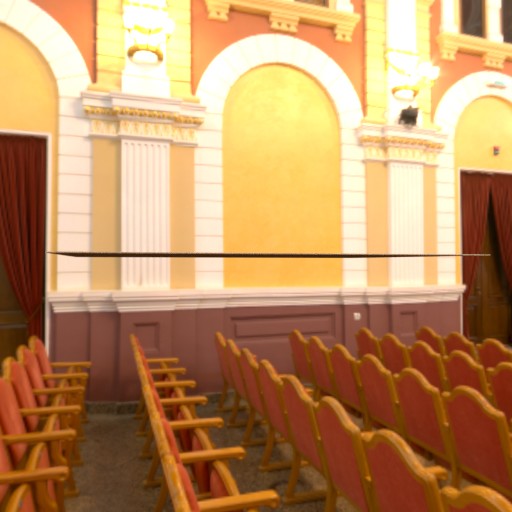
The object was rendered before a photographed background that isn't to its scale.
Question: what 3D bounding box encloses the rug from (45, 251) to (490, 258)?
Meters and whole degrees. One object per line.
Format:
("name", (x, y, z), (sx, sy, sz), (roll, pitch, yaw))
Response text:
("rug", (0.000, 0.000, 2.872), (2.289, 0.006, 1.523), (0, -1, -18))
